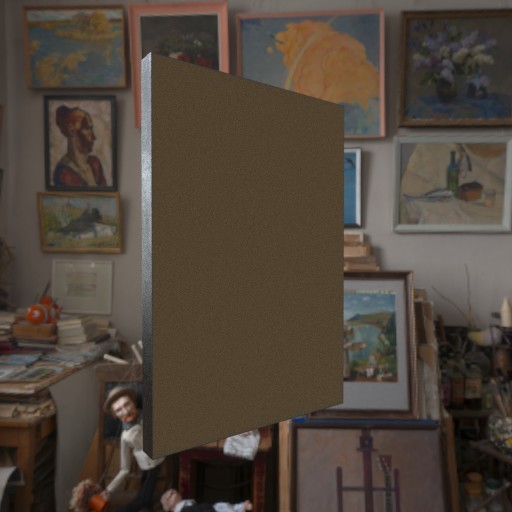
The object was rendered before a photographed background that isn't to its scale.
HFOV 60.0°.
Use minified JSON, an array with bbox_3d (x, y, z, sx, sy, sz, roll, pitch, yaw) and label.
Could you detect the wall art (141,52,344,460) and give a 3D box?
[{"bbox_3d":[0.000,0.000,0.601,0.313,0.457,0.031,-1,1,-36],"label":"wall art"}]
